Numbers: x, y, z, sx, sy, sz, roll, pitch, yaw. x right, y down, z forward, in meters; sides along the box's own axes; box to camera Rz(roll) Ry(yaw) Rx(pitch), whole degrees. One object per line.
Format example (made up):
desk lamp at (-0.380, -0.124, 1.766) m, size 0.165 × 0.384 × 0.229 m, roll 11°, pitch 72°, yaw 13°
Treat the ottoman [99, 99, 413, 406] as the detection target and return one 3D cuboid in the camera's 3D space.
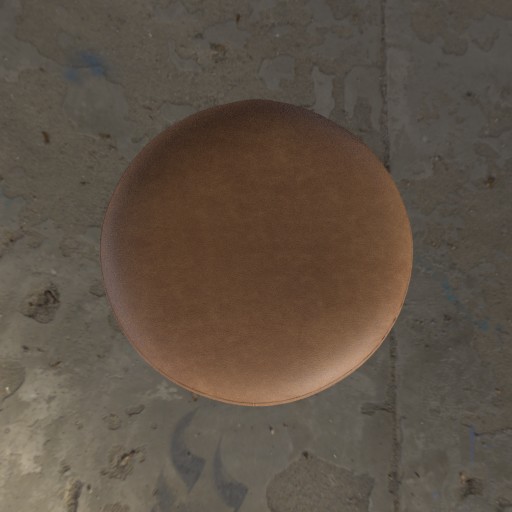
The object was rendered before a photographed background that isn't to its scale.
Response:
ottoman at (0.000, 0.000, 1.244) m, size 0.771 × 0.460 × 0.771 m, roll 0°, pitch 76°, yaw 0°
